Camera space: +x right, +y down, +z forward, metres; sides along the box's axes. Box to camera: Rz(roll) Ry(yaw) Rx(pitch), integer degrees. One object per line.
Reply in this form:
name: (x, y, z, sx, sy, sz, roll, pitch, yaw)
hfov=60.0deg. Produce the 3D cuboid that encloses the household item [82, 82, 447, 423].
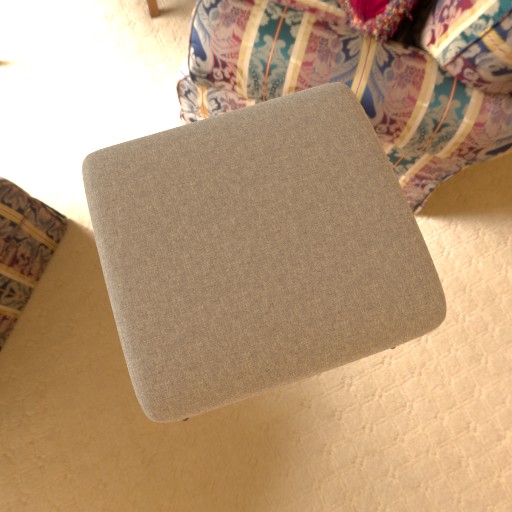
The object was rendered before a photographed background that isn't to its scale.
household item: (0.000, 0.000, 0.898, 0.530, 0.410, 0.530, -18, 75, -5)
